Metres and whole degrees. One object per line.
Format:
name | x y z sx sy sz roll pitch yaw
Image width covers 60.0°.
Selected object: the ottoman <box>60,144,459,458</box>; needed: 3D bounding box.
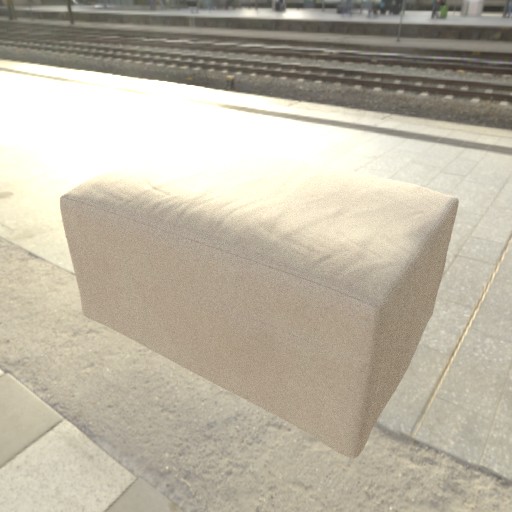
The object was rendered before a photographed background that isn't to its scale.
ottoman | 0.000 0.000 1.190 0.872 0.444 0.590 19 35 28
